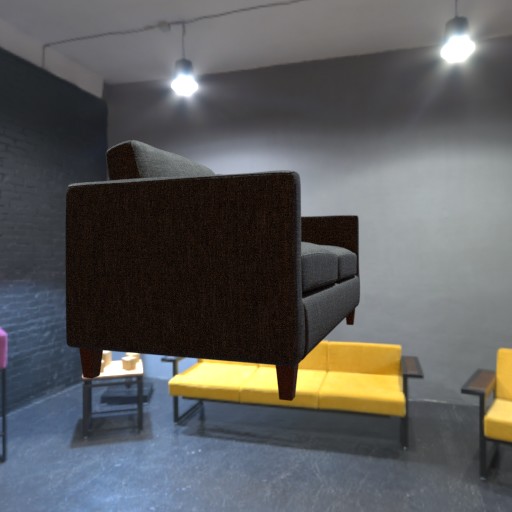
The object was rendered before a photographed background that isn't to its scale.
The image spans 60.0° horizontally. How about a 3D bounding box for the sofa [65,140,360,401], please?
[{"bbox_3d":[0.000,0.000,2.430,0.950,0.963,1.884,0,0,19],"label":"sofa"}]
